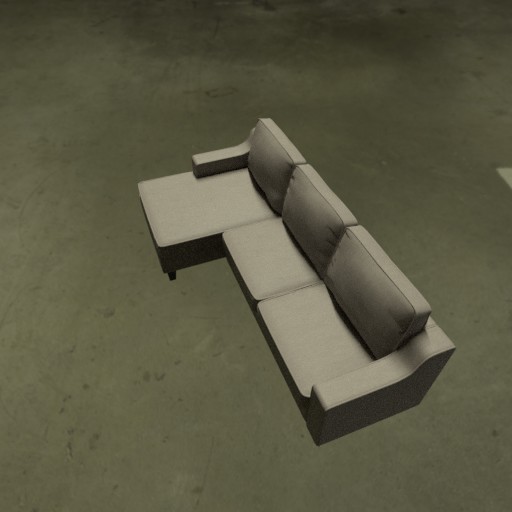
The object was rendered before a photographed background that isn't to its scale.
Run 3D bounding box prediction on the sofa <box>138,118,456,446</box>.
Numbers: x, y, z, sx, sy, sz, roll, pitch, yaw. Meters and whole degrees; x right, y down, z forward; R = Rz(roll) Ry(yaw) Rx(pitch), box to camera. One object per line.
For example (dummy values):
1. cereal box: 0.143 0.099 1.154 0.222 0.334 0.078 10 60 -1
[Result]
1. sofa: 0.000 0.000 3.206 1.294 0.928 2.561 -15 47 -15
